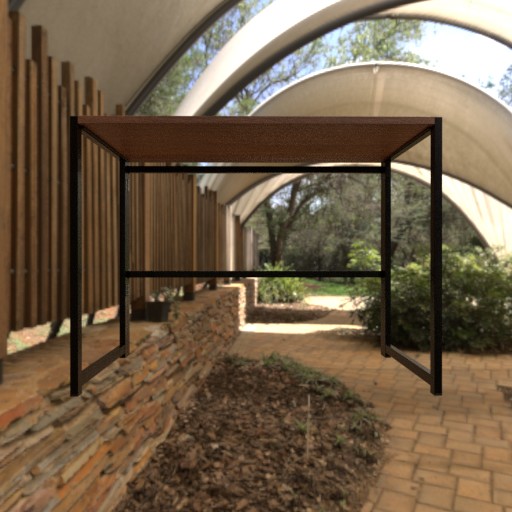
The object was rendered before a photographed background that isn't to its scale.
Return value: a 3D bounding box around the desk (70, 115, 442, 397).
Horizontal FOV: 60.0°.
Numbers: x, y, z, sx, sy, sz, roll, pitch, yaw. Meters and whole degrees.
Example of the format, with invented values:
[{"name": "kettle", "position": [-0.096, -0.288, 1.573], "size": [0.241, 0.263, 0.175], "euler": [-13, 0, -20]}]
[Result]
[{"name": "desk", "position": [0.000, 0.000, 1.457], "size": [1.016, 0.762, 0.508], "euler": [0, 0, 0]}]
